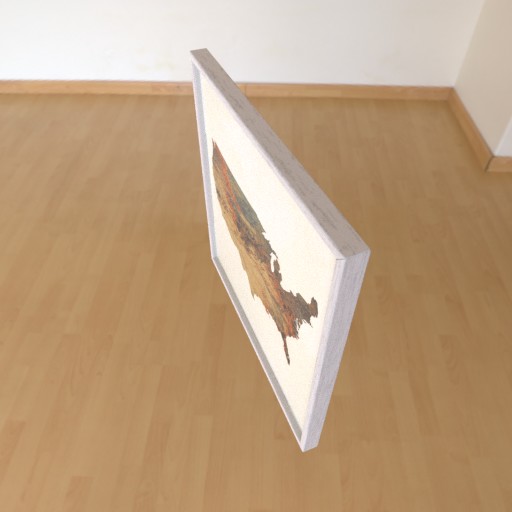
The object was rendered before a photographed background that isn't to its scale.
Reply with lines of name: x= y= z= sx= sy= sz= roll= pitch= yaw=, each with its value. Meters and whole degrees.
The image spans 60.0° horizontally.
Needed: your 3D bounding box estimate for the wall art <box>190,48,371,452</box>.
wall art: x=0.000 y=0.000 z=1.937 sx=0.078 sy=1.288 sz=1.287 roll=-17 pitch=49 yaw=-15
